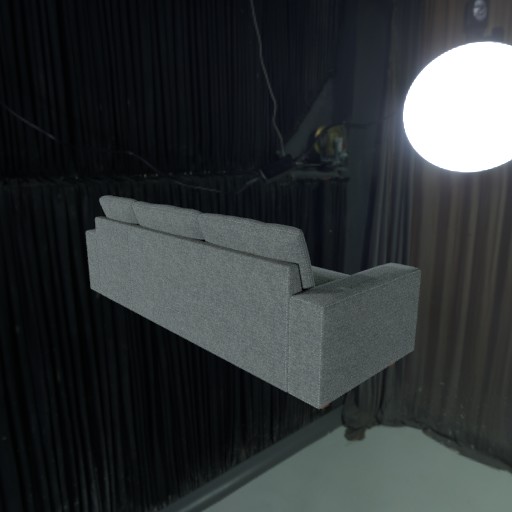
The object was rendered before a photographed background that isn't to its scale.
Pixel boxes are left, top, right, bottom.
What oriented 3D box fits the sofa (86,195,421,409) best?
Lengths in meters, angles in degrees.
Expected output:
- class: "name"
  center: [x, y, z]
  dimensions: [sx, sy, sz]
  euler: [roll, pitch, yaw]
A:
- class: "sofa"
  center: [0.000, 0.000, 3.650]
  dimensions: [1.689, 0.940, 2.718]
  euler: [-13, 19, -42]
